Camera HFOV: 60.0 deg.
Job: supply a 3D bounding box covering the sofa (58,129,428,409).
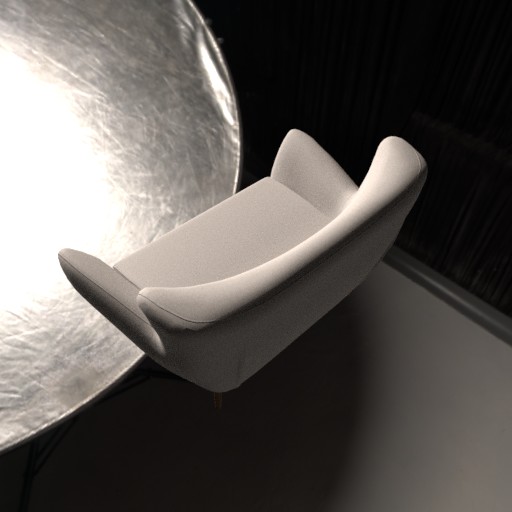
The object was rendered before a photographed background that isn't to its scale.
[{"bbox_3d":[0.000,0.000,2.017,1.424,0.878,0.921,-34,55,-28],"label":"sofa"}]
